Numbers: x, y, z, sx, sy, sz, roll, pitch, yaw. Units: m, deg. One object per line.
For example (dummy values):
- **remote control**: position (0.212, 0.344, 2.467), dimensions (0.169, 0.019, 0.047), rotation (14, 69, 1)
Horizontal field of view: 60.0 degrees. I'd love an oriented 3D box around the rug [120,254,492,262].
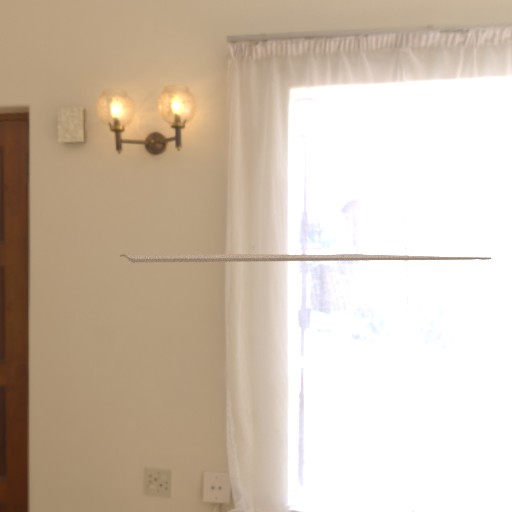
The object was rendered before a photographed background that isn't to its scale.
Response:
- **rug**: position (0.000, 0.000, 4.286), dimensions (2.467, 0.046, 3.245), rotation (0, 1, -18)
